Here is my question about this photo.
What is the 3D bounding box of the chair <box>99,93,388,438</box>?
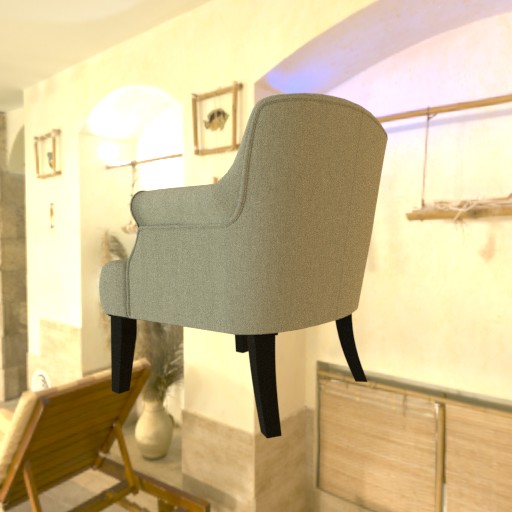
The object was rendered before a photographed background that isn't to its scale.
[{"bbox_3d":[0.000,0.000,1.486,0.755,0.880,0.772,2,3,38],"label":"chair"}]
